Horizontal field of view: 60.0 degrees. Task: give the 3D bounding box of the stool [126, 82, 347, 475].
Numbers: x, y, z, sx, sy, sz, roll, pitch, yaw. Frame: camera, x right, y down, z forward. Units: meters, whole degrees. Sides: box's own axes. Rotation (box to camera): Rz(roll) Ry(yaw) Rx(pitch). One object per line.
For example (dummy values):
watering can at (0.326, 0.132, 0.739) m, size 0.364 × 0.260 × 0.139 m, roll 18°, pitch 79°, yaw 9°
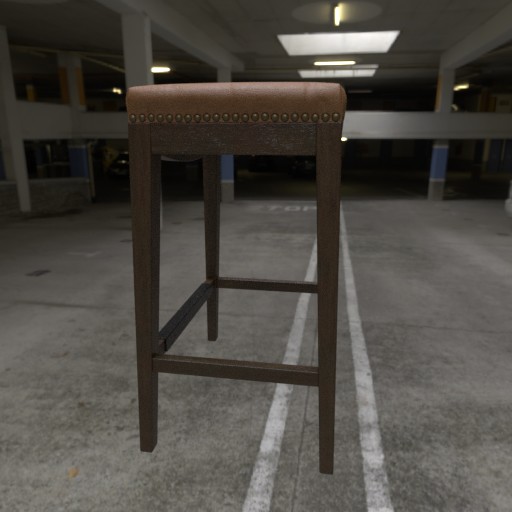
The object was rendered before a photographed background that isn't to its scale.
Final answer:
stool at (0.000, 0.000, 0.961) m, size 0.361 × 0.660 × 0.500 m, roll 3°, pitch 16°, yaw 9°
